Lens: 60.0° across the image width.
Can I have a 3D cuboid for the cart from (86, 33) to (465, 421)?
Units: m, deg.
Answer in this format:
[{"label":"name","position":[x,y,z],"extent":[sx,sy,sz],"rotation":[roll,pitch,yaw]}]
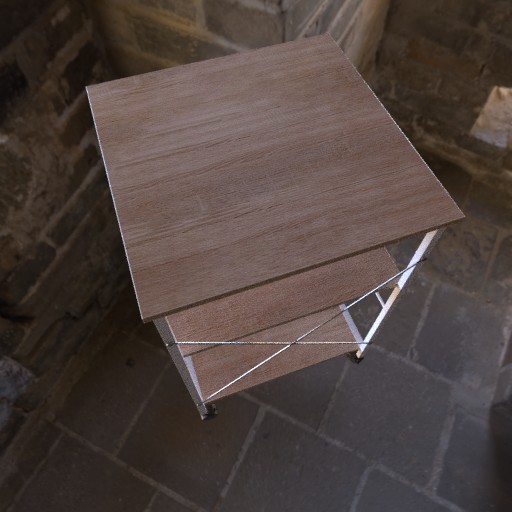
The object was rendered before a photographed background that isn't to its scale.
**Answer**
[{"label":"cart","position":[0.000,0.000,1.111],"extent":[0.521,0.762,0.520],"rotation":[-17,60,-10]}]
